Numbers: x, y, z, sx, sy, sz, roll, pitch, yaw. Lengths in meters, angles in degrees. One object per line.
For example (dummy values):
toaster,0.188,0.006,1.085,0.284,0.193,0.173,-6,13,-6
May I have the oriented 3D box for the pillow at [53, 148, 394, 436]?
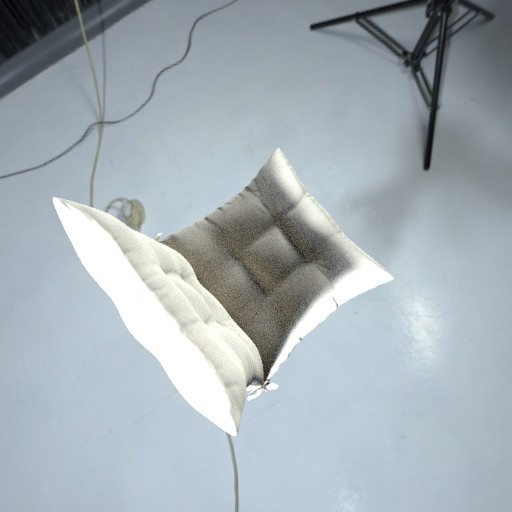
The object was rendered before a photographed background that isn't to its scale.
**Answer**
pillow,0.000,0.000,1.015,0.585,0.536,0.541,-38,79,-8
